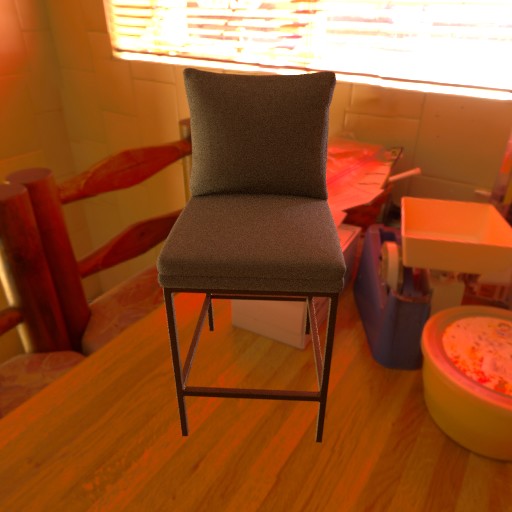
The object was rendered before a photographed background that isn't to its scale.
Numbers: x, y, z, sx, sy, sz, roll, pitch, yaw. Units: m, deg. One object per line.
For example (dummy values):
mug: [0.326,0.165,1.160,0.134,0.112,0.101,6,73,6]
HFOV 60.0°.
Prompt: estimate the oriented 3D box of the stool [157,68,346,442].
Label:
stool: [0.000,0.000,1.372,0.463,1.031,0.569,2,31,3]
